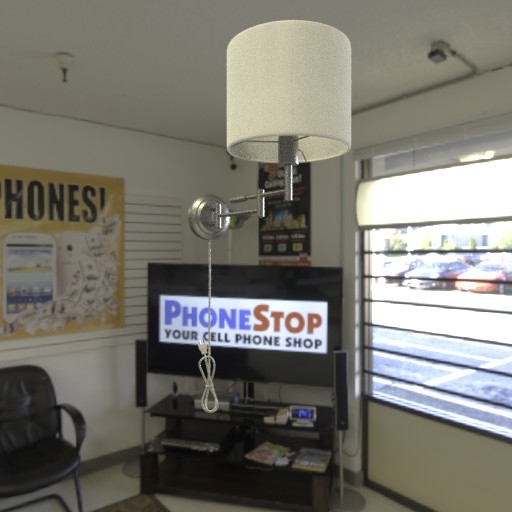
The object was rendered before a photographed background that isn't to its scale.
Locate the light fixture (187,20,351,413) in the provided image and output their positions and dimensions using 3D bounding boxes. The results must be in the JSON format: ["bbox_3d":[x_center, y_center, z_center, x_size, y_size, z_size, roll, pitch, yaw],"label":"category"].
[{"bbox_3d":[0.000,0.000,1.007,0.253,0.842,0.479,0,0,-36],"label":"light fixture"}]
